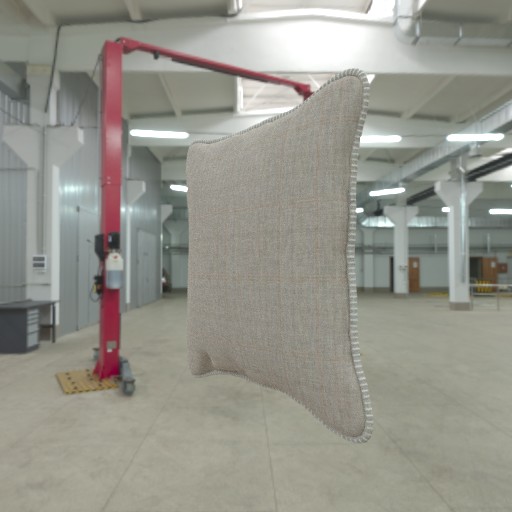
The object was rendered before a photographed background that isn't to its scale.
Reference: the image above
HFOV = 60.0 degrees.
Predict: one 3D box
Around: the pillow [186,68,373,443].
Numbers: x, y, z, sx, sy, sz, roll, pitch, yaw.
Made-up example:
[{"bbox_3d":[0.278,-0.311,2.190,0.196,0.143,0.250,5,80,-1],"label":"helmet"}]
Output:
[{"bbox_3d":[0.000,0.000,0.753,0.124,0.494,0.485,1,-2,-37],"label":"pillow"}]
